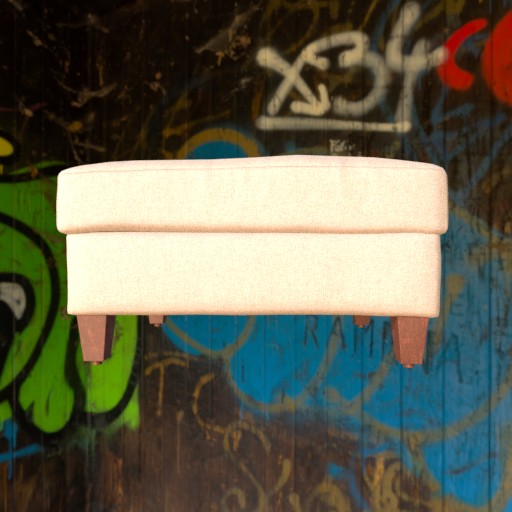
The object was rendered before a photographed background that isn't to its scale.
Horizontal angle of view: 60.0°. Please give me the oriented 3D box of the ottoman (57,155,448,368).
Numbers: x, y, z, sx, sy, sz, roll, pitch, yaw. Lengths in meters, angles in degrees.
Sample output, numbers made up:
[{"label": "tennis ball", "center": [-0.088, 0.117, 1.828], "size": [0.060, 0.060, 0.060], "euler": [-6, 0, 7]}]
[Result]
[{"label": "ottoman", "center": [0.000, 0.000, 1.319], "size": [0.902, 0.511, 0.692], "euler": [0, 0, 2]}]
